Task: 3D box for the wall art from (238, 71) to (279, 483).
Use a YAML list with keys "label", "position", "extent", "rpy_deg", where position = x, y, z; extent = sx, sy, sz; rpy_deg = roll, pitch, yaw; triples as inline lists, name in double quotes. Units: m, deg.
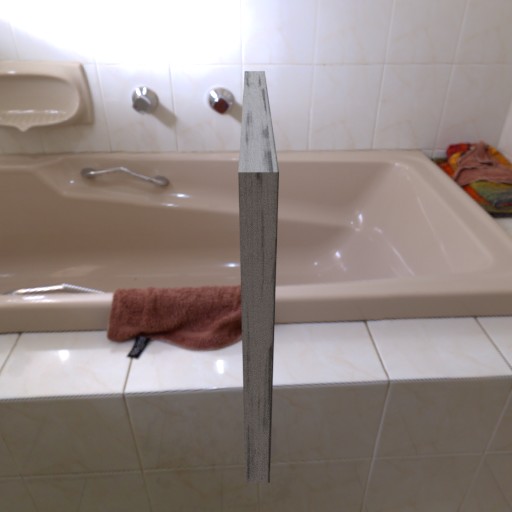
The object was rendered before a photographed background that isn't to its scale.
- label: "wall art"
  position: [0.000, 0.000, 0.759]
  extent: [0.038, 0.506, 0.506]
  rpy_deg: [0, 32, 0]
